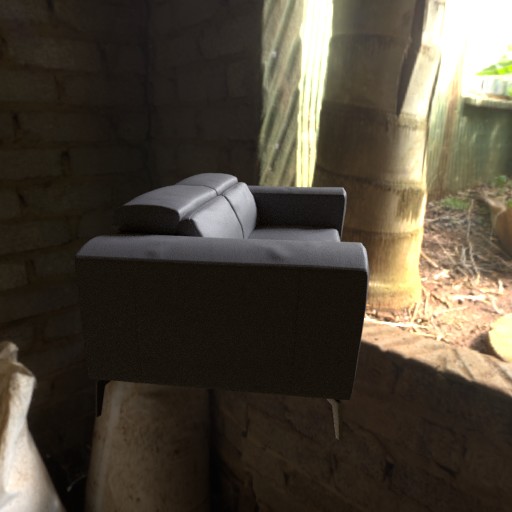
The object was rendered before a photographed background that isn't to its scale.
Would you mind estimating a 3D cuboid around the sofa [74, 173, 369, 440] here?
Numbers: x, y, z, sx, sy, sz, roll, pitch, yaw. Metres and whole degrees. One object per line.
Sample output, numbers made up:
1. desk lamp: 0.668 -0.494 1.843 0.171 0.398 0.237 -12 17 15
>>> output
1. sofa: 0.000 0.000 2.377 1.003 0.779 1.895 2 16 8
